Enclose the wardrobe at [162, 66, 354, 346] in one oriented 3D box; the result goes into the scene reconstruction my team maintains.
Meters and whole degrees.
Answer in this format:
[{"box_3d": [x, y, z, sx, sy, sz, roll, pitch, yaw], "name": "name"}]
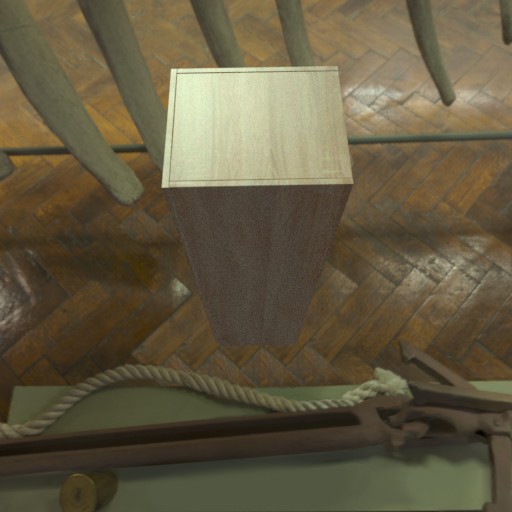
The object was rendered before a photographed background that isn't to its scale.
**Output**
[{"box_3d": [0.000, 0.000, 2.420, 0.588, 2.117, 0.496, -1, 66, -1], "name": "wardrobe"}]
